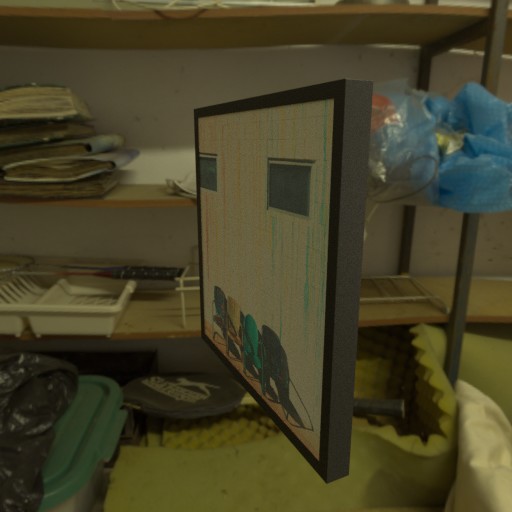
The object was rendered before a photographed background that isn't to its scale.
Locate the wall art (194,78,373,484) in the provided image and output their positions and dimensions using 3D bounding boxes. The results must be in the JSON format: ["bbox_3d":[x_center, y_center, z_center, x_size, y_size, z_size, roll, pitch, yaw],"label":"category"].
[{"bbox_3d":[0.000,0.000,0.755,0.037,0.506,0.506,-7,16,-25],"label":"wall art"}]
